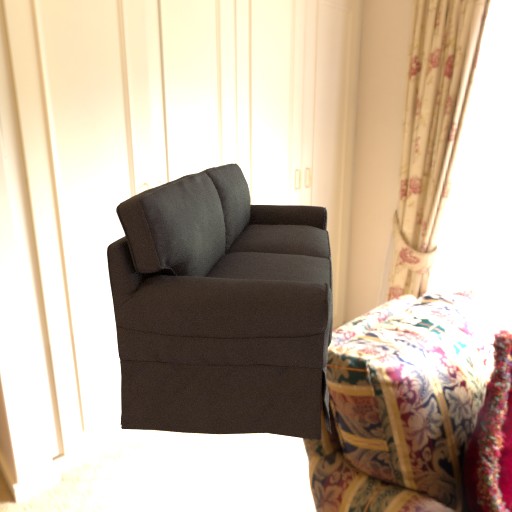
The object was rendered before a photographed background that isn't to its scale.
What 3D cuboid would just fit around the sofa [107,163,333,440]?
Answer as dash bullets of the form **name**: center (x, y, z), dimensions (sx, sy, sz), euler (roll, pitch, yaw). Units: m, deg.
- **sofa**: center (0.000, 0.000, 2.890), dimensions (0.983, 1.094, 2.256), euler (2, 16, 8)
